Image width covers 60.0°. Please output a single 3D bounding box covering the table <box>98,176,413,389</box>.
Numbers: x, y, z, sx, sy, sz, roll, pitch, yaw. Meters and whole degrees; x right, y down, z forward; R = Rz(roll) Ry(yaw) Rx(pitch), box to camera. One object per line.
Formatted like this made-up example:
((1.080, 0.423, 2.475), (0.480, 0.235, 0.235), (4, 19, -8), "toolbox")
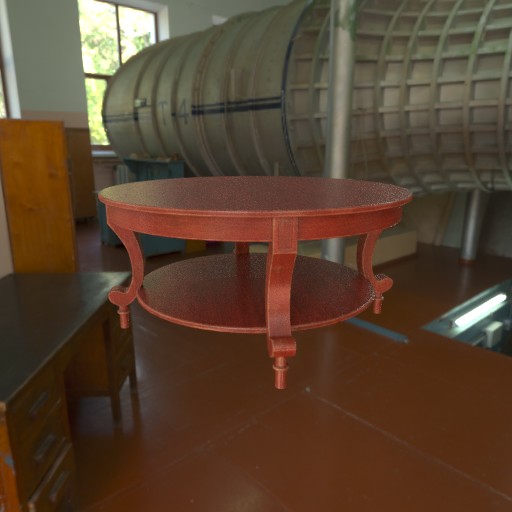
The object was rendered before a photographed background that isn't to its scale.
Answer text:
((0.000, 0.000, 1.586), (1.029, 0.486, 1.029), (0, 15, 0), "table")
